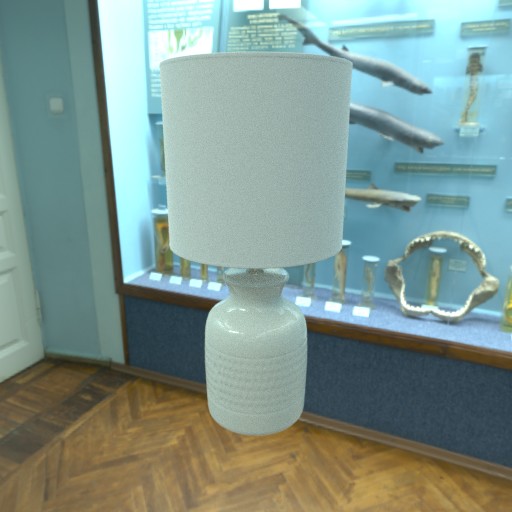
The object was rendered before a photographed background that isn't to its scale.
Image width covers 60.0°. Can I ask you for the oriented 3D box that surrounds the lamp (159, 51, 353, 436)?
[{"bbox_3d":[0.000,0.000,0.495,0.188,0.392,0.188,8,18,24],"label":"lamp"}]
